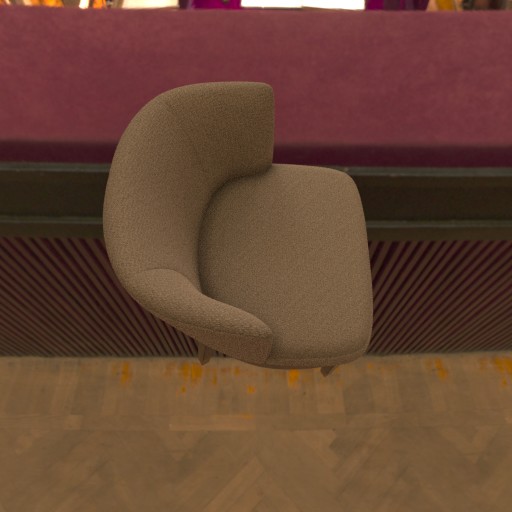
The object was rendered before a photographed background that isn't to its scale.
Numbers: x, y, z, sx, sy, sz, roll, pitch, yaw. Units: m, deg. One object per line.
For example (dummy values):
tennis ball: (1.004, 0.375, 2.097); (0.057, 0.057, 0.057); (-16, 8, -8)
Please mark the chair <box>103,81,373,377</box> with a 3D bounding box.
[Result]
chair: (0.000, 0.000, 1.313); (0.660, 0.760, 0.700); (1, 63, 1)
